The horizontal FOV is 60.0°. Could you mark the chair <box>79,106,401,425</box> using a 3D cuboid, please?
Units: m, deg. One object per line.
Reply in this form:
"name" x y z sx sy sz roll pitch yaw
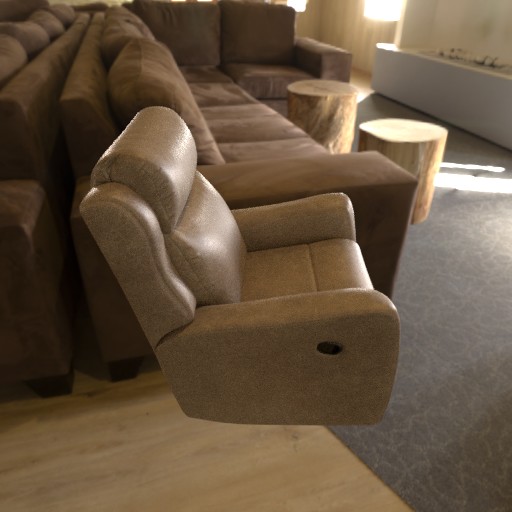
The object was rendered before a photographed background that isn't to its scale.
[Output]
"chair" 0.000 0.000 1.894 1.068 1.116 0.965 0 32 0
